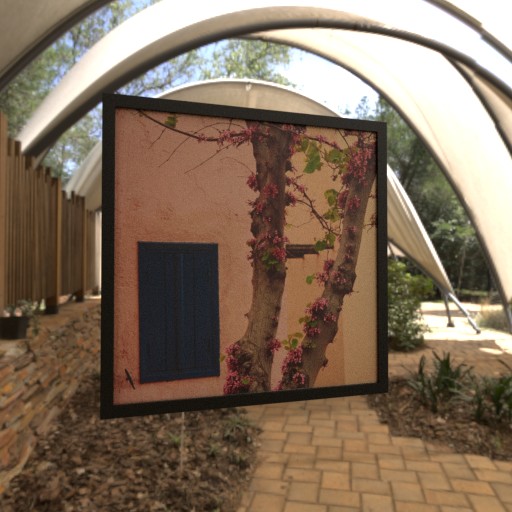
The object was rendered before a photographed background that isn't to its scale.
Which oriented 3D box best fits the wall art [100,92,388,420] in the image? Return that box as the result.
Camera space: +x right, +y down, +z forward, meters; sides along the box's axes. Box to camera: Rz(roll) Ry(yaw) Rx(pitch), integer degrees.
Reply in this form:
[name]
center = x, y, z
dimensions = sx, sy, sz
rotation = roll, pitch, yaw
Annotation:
[wall art]
center = 0.000, 0.000, 1.157
dimensions = 0.762, 0.762, 0.038
rotation = 0, -1, -17
